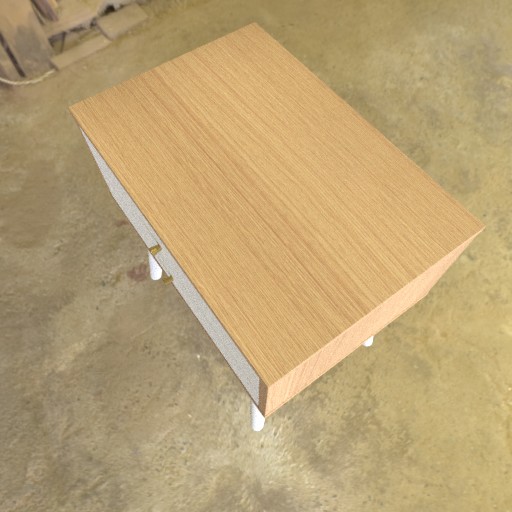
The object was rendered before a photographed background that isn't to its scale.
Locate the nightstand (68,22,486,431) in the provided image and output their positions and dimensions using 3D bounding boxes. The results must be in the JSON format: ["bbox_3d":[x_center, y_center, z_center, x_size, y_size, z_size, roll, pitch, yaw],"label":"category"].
[{"bbox_3d":[0.000,0.000,0.961,0.407,0.610,0.571,-32,67,-16],"label":"nightstand"}]
